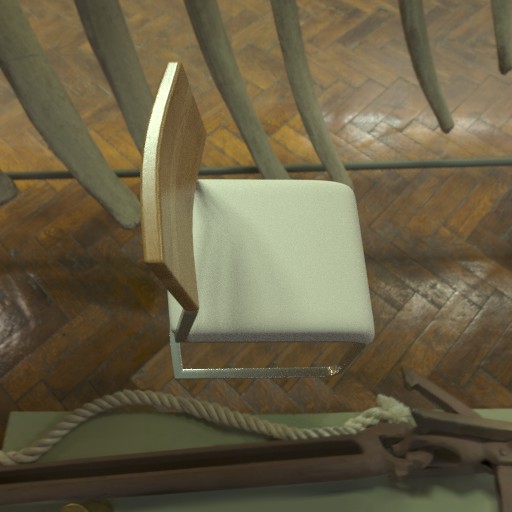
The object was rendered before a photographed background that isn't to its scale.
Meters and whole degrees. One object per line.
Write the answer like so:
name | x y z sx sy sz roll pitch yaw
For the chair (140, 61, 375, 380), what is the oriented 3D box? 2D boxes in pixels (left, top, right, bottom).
chair | 0.000 0.000 1.169 0.585 0.844 0.467 -1 62 0
